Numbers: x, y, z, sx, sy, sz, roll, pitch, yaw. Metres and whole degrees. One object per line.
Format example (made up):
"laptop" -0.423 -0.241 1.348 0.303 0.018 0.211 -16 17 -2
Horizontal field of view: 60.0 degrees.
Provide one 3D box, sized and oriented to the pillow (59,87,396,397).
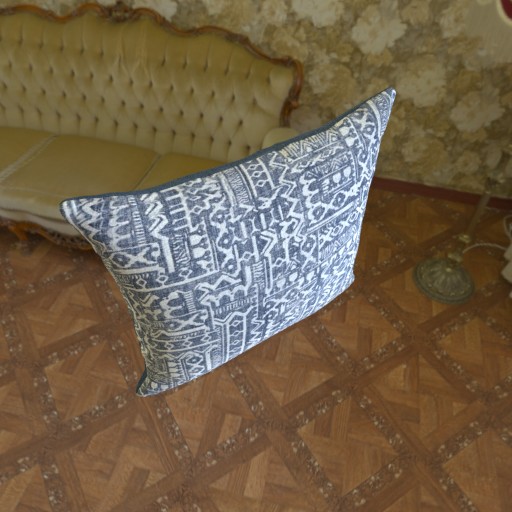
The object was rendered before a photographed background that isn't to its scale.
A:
"pillow" 0.000 0.000 0.785 0.546 0.487 0.180 -25 51 -22
